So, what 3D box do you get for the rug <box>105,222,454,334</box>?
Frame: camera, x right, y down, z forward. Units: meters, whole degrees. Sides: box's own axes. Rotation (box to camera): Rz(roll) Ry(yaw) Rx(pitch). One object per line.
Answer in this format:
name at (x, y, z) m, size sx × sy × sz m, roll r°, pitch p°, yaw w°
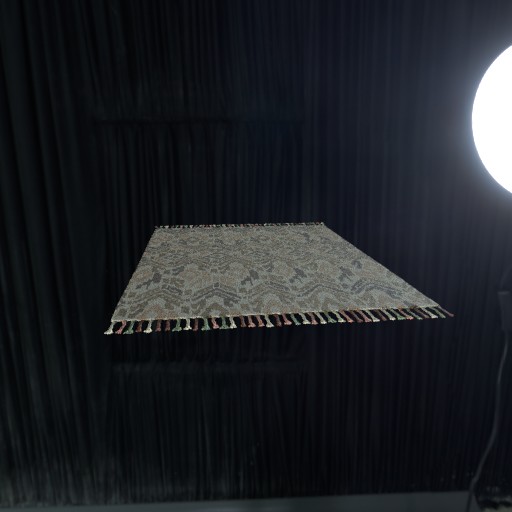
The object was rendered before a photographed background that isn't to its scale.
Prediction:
rug at (0.000, 0.000, 2.345) m, size 1.219 × 0.008 × 1.829 m, roll -2°, pitch 15°, yaw -7°
